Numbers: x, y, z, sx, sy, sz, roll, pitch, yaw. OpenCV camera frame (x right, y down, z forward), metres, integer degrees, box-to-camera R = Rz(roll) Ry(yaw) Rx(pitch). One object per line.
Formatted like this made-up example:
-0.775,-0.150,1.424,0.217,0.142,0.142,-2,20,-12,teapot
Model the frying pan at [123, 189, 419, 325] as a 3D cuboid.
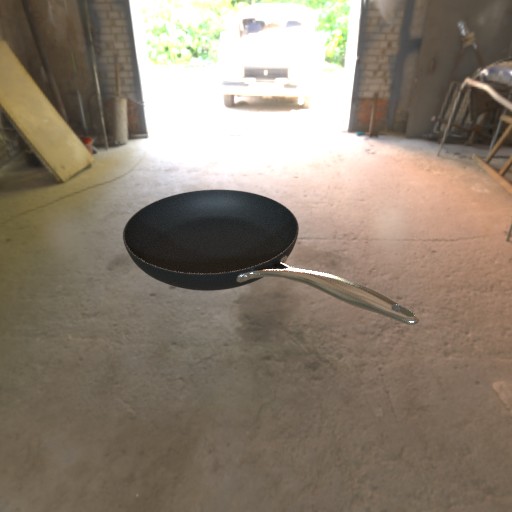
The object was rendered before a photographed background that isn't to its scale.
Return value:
0.000,0.000,0.580,0.255,0.105,0.472,-22,39,-30,frying pan
